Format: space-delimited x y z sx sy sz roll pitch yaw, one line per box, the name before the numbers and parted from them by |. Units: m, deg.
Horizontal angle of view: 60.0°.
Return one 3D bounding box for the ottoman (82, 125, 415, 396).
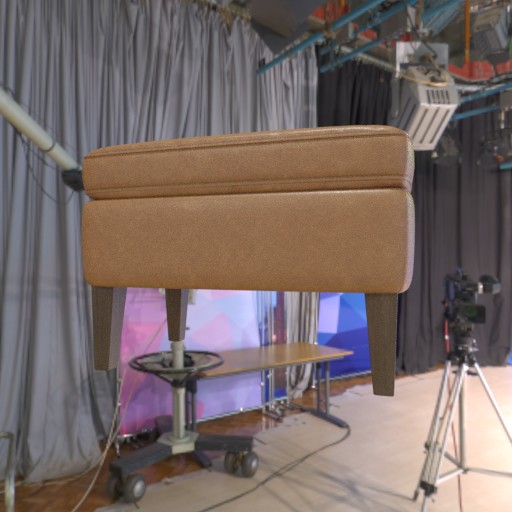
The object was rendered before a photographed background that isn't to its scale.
ottoman | 0.000 0.000 1.001 0.670 0.480 0.420 0 0 17
